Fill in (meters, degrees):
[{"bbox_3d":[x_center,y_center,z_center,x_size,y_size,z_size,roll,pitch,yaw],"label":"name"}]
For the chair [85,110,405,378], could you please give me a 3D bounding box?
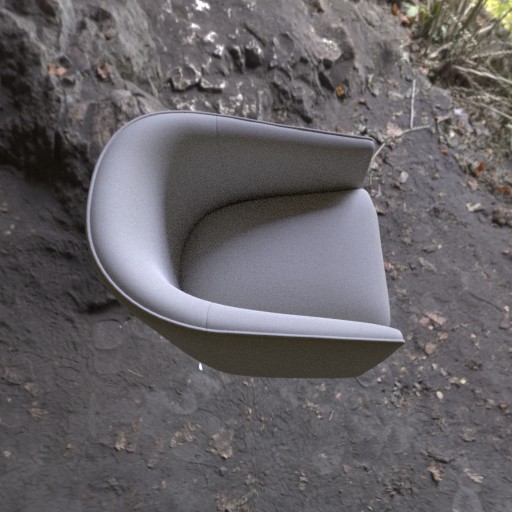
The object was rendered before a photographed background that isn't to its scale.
[{"bbox_3d":[0.000,0.000,1.489,0.875,0.799,0.747,0,64,0],"label":"chair"}]
